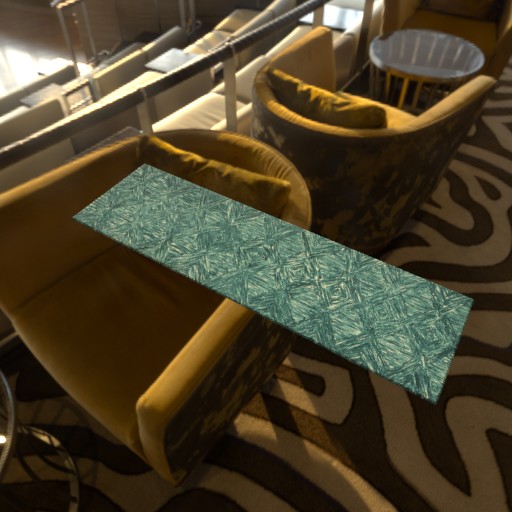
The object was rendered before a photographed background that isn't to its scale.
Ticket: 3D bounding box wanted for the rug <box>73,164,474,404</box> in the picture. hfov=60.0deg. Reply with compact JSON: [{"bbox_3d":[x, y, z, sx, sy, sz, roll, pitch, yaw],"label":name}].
[{"bbox_3d":[0.000,0.000,2.551,2.286,0.016,0.676,25,52,21],"label":"rug"}]
